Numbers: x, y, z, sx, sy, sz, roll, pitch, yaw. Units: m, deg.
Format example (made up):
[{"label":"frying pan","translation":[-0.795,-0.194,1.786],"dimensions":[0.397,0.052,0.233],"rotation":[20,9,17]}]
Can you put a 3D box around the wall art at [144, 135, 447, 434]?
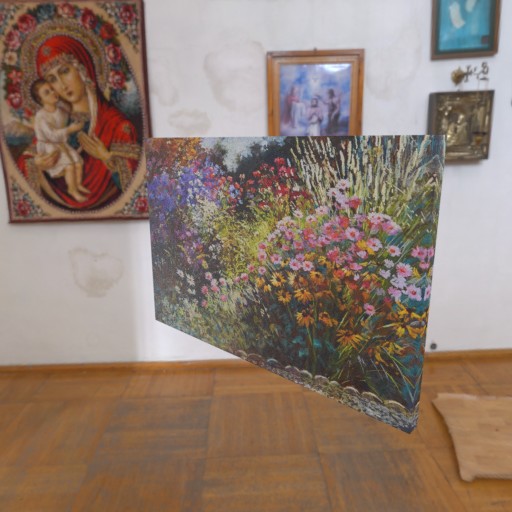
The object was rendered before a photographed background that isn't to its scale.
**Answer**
[{"label":"wall art","translation":[0.000,0.000,1.163],"dimensions":[0.908,0.604,0.037],"rotation":[13,19,41]}]
